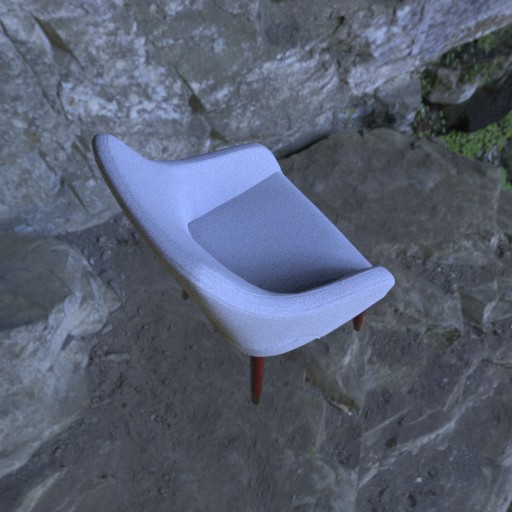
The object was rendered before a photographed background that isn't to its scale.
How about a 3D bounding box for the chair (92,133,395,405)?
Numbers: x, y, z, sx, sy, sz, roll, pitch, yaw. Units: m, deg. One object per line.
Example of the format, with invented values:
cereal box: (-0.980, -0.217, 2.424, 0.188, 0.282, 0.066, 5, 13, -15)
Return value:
chair: (0.000, 0.000, 1.270, 0.600, 0.889, 0.609, -30, 62, -18)
